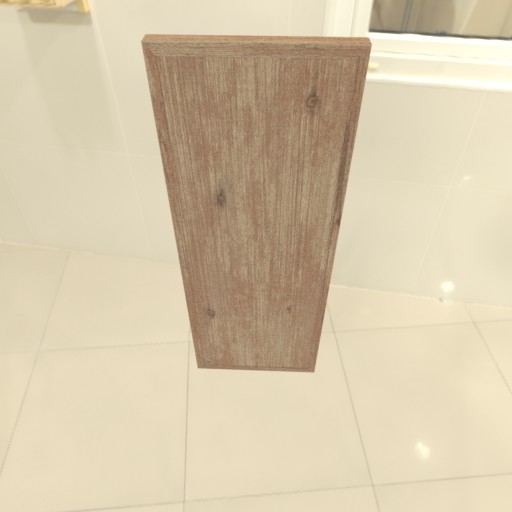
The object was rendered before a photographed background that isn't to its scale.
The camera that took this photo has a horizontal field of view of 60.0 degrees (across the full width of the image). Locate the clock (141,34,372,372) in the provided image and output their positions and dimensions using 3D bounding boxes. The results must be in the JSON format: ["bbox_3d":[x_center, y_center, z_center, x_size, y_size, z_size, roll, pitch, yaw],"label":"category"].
[{"bbox_3d":[0.000,0.000,1.040,0.361,0.965,0.030,2,45,2],"label":"clock"}]
